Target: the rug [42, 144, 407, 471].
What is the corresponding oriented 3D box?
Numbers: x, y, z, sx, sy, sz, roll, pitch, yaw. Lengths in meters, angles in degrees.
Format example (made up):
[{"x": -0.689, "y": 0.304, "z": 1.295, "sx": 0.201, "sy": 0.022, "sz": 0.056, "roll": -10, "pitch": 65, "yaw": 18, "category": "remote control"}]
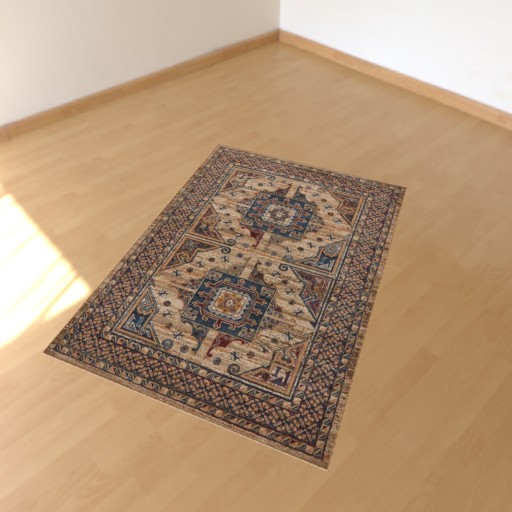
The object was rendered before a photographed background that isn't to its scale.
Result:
[{"x": 0.000, "y": 0.000, "z": 2.911, "sx": 1.611, "sy": 0.008, "sz": 2.227, "roll": 16, "pitch": 49, "yaw": 15, "category": "rug"}]
